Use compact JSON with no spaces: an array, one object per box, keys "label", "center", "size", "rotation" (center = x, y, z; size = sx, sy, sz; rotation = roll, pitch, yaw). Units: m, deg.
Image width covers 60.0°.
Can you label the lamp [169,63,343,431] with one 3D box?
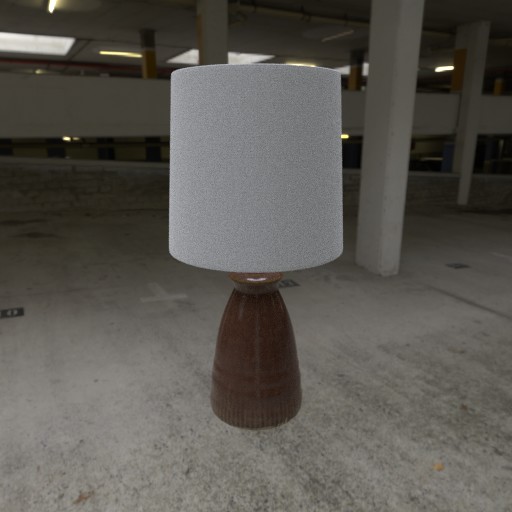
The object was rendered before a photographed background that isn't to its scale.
[{"label":"lamp","center":[0.000,0.000,0.487],"size":[0.186,0.369,0.186],"rotation":[0,16,0]}]
